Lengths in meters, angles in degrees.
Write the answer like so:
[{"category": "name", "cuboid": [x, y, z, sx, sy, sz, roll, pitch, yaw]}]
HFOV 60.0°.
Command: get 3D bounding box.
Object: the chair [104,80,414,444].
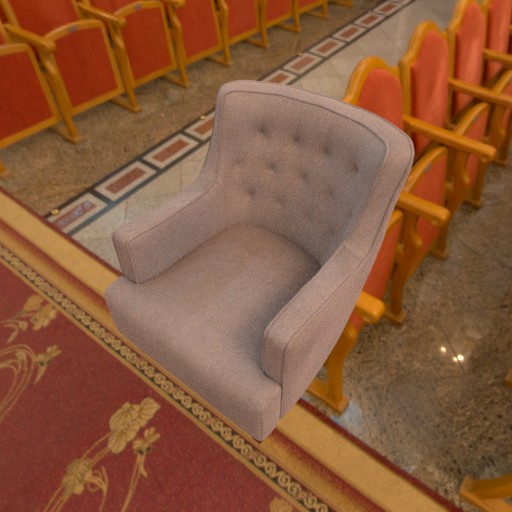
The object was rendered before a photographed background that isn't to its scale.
[{"category": "chair", "cuboid": [0.000, 0.000, 1.646, 0.781, 0.919, 0.910, 29, 53, 26]}]
